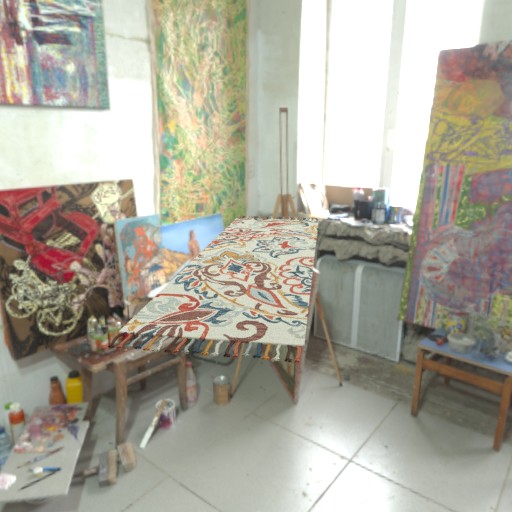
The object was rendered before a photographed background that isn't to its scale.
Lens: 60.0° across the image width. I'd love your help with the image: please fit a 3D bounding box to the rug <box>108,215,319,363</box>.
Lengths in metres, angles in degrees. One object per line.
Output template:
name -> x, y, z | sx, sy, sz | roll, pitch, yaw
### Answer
rug -> 0.000, 0.000, 2.922 | 0.763, 0.015, 2.682 | 3, 16, 9
